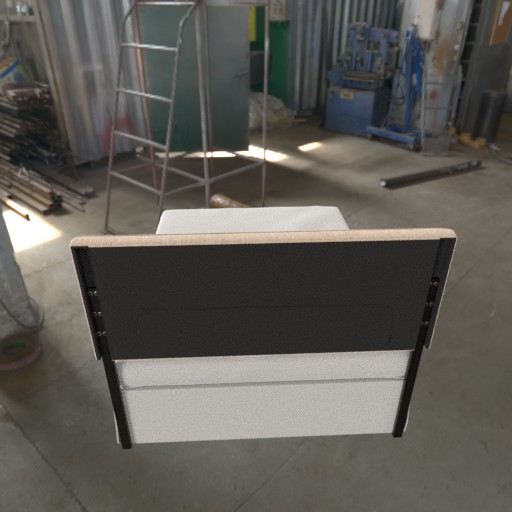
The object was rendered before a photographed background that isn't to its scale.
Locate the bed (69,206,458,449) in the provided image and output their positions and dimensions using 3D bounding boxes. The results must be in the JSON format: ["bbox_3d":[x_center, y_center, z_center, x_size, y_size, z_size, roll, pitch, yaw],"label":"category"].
[{"bbox_3d":[0.000,0.000,2.958,1.643,1.270,1.978,-1,29,-2],"label":"bed"}]
